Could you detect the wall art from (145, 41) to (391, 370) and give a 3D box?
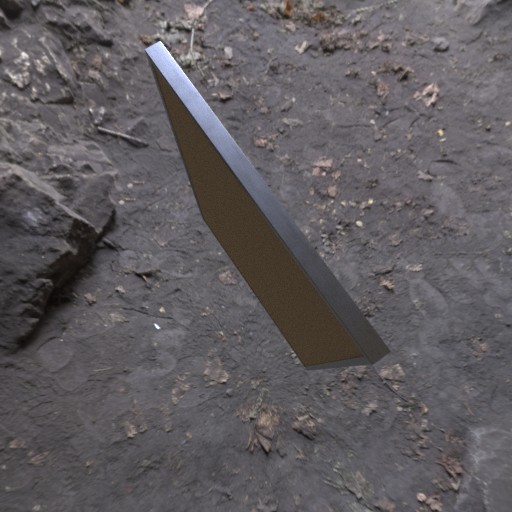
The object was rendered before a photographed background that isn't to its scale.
[{"bbox_3d":[0.000,0.000,1.391,0.041,1.062,0.803,-33,77,-8],"label":"wall art"}]
